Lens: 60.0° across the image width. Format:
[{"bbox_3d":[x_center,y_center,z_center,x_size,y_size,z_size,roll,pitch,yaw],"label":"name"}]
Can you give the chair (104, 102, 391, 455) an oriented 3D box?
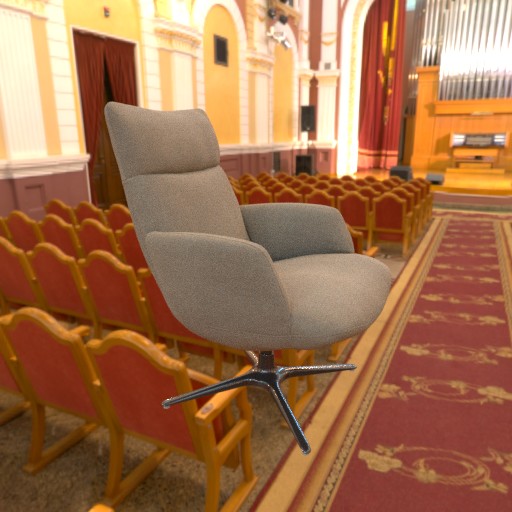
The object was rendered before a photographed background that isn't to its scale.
[{"bbox_3d":[0.000,0.000,1.551,0.889,1.016,0.711,8,17,26],"label":"chair"}]
